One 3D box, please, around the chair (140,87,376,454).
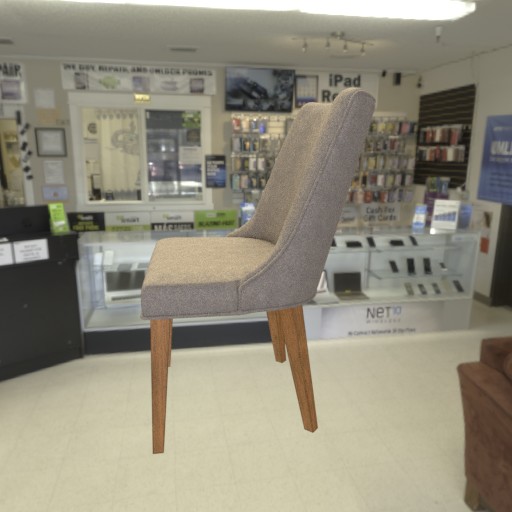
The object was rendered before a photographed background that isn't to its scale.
[{"bbox_3d":[0.000,0.000,1.330,0.636,0.916,0.548,-2,14,-8],"label":"chair"}]
